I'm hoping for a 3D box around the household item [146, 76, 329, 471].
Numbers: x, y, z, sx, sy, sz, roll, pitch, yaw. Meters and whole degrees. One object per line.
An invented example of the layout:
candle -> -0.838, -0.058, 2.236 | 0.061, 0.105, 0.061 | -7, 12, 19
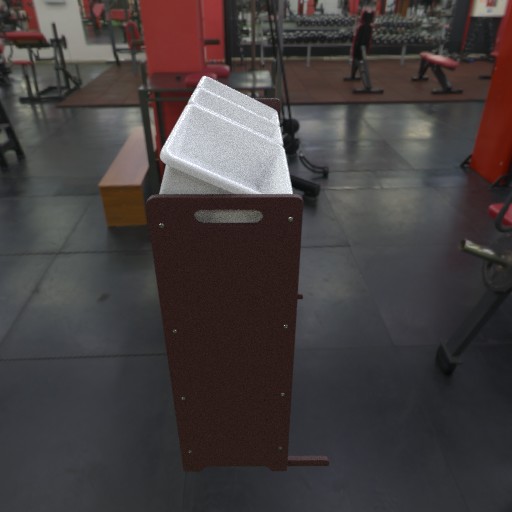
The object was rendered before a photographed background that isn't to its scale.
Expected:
household item -> 0.000, 0.000, 1.287 | 0.389, 0.864, 0.787 | 0, 31, 0
